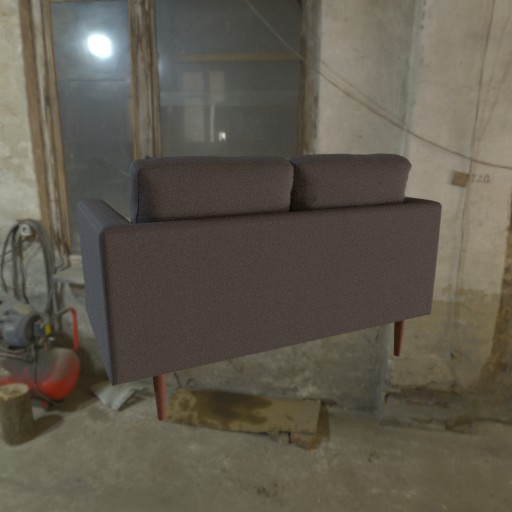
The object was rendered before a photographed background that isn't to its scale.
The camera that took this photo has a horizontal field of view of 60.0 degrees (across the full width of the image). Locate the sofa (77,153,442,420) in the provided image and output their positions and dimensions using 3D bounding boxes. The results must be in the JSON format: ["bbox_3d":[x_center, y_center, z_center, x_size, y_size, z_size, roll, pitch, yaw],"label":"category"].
[{"bbox_3d":[0.000,0.000,2.009,1.430,0.908,0.796,-7,16,-25],"label":"sofa"}]
